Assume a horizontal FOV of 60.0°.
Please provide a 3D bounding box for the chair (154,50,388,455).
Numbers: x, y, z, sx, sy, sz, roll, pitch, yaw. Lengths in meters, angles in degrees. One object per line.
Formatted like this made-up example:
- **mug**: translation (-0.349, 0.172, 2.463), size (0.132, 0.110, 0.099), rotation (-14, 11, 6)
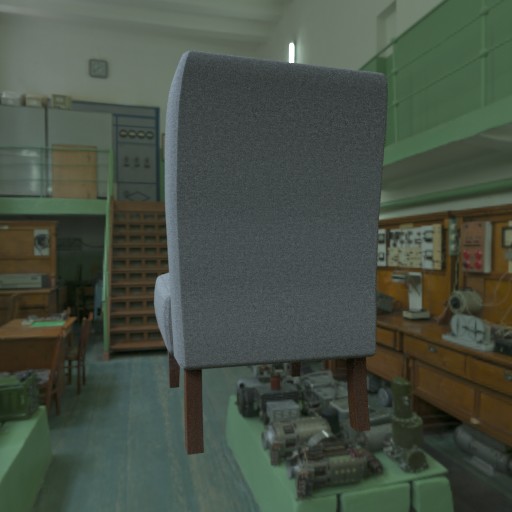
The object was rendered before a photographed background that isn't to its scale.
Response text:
- **chair**: translation (0.000, 0.000, 1.187), size (0.513, 0.804, 0.592), rotation (0, 1, -17)
